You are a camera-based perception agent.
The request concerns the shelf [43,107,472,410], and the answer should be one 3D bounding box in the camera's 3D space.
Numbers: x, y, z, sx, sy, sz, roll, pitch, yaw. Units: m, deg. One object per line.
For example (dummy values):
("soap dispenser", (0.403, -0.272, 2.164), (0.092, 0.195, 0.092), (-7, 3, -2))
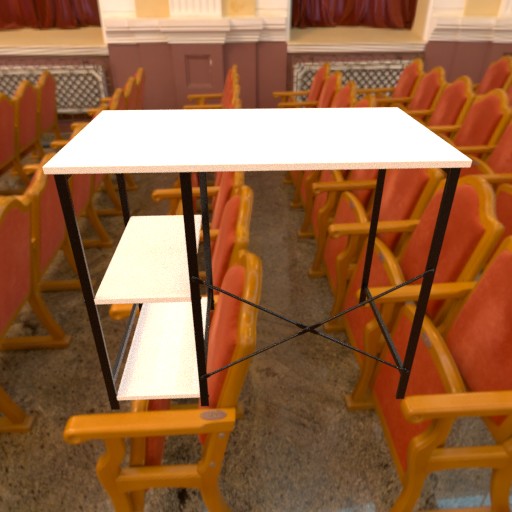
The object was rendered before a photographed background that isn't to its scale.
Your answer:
("shelf", (0.000, 0.000, 1.334), (0.902, 0.750, 0.498), (-1, 31, -2))
